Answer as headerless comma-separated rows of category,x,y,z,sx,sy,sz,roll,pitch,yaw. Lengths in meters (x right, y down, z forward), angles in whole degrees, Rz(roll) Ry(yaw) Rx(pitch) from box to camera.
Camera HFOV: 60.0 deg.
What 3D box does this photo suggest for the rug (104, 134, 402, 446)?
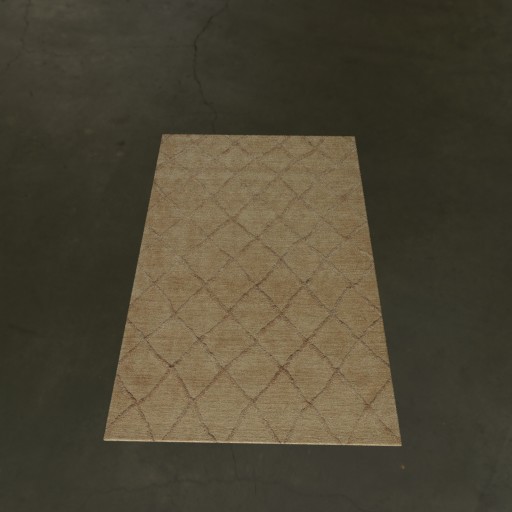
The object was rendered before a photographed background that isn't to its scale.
rug,0.000,0.000,2.899,1.528,0.014,2.292,1,57,1
